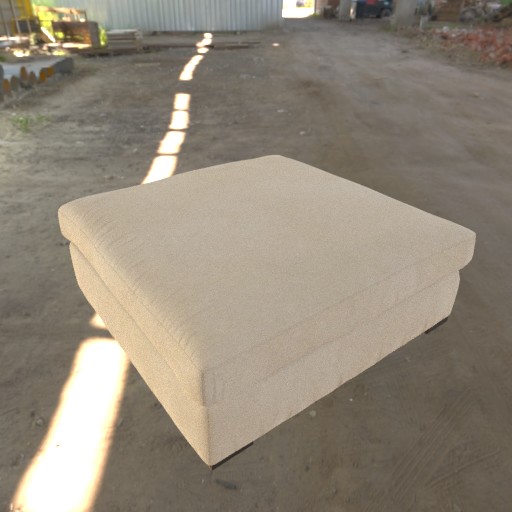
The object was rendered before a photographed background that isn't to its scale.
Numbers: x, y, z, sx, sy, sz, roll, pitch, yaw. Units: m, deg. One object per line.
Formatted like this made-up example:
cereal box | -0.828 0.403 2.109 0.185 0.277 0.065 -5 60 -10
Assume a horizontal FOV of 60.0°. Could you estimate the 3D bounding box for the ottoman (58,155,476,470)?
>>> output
ottoman | 0.000 0.000 1.805 1.205 0.522 1.190 -21 36 -31
